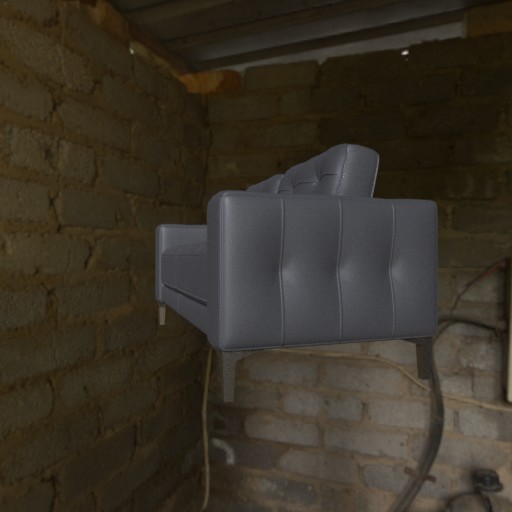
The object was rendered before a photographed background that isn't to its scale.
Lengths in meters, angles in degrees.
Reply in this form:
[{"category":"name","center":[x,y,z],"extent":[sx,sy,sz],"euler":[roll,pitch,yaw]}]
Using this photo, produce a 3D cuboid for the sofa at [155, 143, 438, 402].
[{"category":"sofa","center":[0.000,0.000,2.254],"extent":[0.833,0.893,1.726],"euler":[0,0,-19]}]
